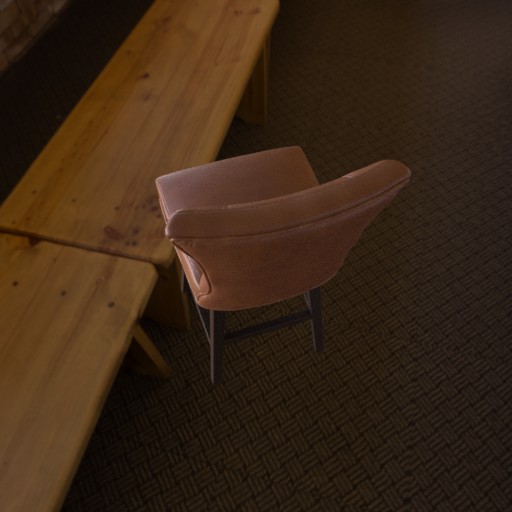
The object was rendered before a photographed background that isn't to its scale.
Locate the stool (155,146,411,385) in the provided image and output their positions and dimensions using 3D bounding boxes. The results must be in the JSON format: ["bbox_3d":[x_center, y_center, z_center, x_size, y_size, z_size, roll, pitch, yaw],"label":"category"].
[{"bbox_3d":[0.000,0.000,1.428,0.522,1.094,0.585,-15,57,-10],"label":"stool"}]
